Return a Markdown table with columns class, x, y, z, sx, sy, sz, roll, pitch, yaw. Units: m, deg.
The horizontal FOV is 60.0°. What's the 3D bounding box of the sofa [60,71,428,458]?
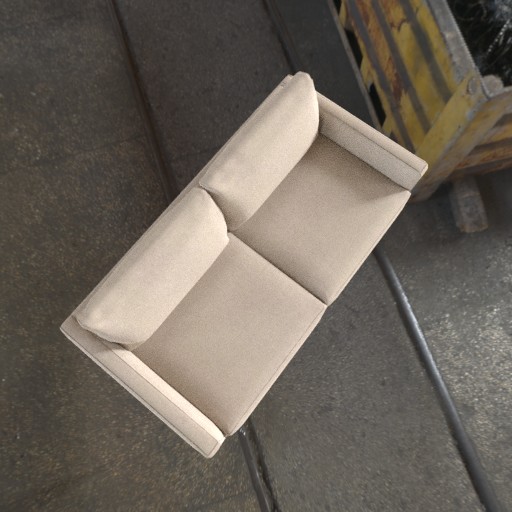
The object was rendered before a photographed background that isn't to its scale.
| class | x | y | z | sx | sy | sz | roll | pitch | yaw |
| --- | --- | --- | --- | --- | --- | --- | --- | --- | --- |
| sofa | 0.000 | 0.000 | 2.201 | 0.875 | 0.840 | 1.682 | 37 | 77 | 10 |
